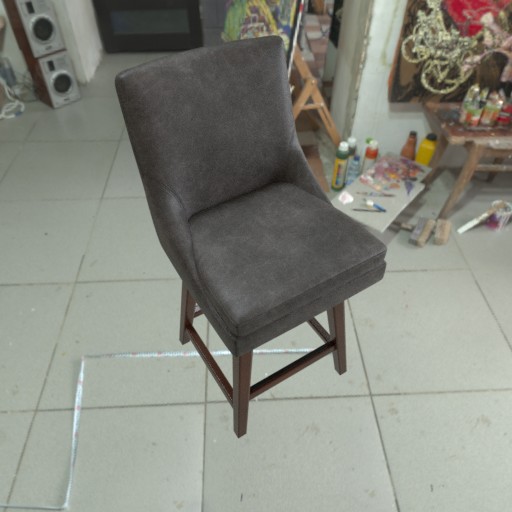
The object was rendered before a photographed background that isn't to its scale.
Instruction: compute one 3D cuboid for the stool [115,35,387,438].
[{"bbox_3d":[0.000,0.000,1.343,0.492,1.046,0.587,-24,51,-22],"label":"stool"}]
